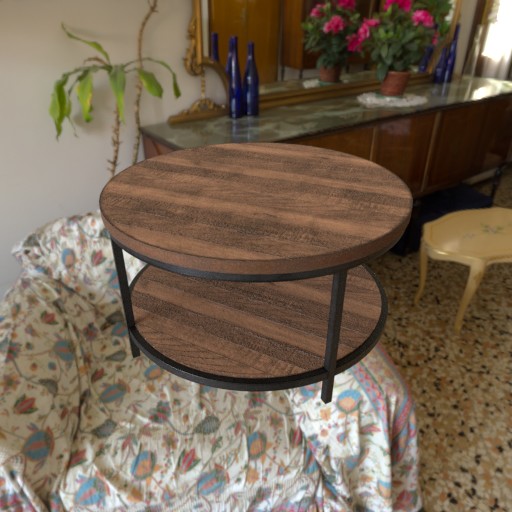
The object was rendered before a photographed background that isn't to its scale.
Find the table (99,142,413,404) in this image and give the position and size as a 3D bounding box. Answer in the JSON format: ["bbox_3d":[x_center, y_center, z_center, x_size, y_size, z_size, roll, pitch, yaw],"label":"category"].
[{"bbox_3d":[0.000,0.000,1.351,0.837,0.462,0.837,0,30,0],"label":"table"}]
